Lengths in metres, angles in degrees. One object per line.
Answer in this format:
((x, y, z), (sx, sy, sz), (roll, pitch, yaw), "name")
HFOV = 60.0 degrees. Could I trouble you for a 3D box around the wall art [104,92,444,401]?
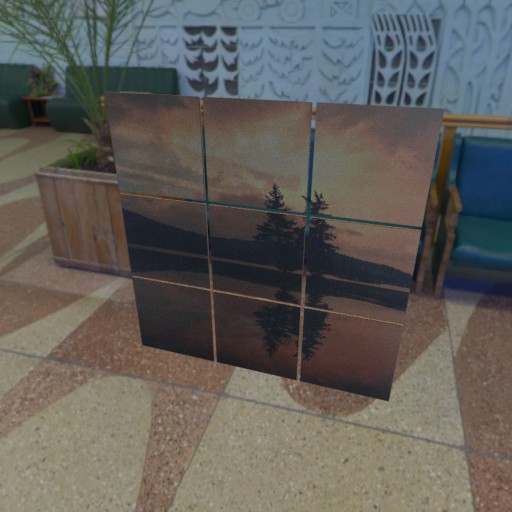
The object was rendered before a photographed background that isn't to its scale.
((0.000, 0.000, 2.263), (1.520, 1.525, 0.013), (9, 29, 16), "wall art")
